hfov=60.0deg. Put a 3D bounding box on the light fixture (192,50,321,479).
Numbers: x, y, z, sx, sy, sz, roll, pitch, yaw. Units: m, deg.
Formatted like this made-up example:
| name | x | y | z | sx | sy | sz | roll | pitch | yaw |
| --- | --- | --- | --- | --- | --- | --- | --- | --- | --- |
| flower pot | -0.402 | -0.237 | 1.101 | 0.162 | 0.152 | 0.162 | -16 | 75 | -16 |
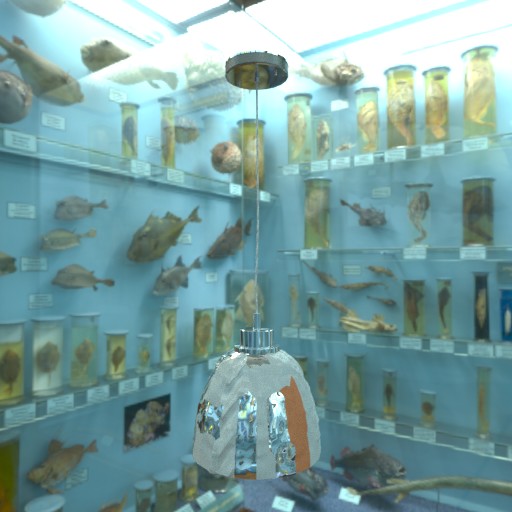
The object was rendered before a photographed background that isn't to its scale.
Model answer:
| name | x | y | z | sx | sy | sz | roll | pitch | yaw |
| --- | --- | --- | --- | --- | --- | --- | --- | --- | --- |
| light fixture | 0.000 | 0.000 | 1.738 | 0.496 | 1.511 | 0.500 | -1 | -2 | 36 |
